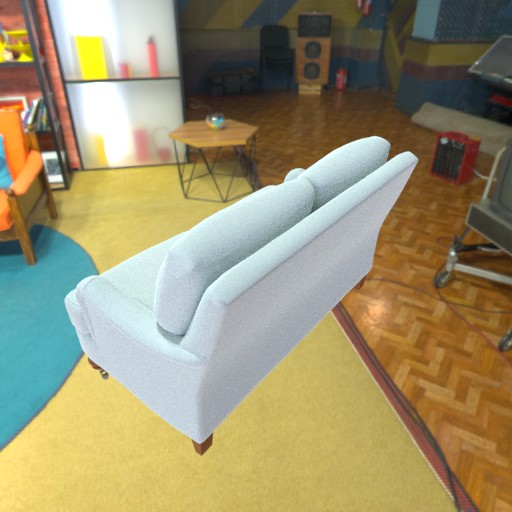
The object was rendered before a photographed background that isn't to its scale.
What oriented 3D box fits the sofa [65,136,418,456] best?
[{"bbox_3d":[0.000,0.000,2.518,1.084,1.101,1.853,22,38,31],"label":"sofa"}]
